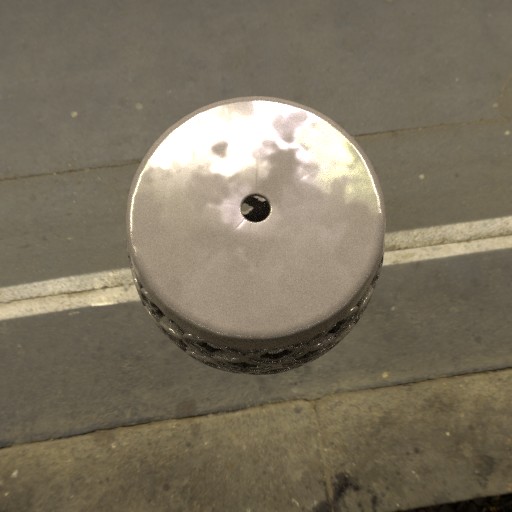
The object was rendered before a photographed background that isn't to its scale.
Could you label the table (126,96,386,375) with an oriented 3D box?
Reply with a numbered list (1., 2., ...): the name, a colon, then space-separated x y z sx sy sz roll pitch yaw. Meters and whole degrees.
1. table: 0.000 0.000 0.628 0.325 0.388 0.325 0 76 0
